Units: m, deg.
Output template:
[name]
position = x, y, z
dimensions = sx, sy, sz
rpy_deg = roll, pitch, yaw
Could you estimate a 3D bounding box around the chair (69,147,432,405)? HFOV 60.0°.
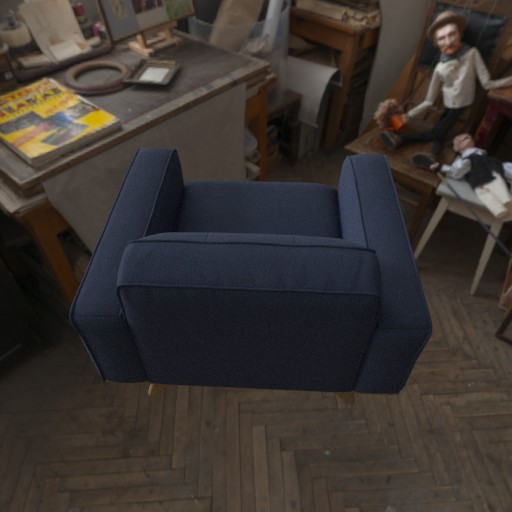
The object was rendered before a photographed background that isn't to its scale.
[chair]
position = 0.000, 0.000, 1.747
dimensions = 1.118, 0.783, 0.953
rpy_deg = 2, 47, 2
